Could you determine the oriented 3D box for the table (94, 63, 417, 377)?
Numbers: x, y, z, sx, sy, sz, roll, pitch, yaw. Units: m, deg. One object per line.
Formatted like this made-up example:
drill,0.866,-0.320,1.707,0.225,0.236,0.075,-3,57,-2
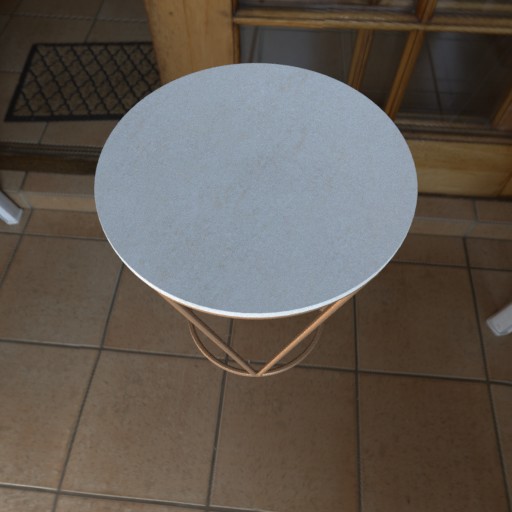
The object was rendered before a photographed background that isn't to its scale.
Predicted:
table,0.000,0.000,0.939,0.500,0.564,0.500,0,60,0
